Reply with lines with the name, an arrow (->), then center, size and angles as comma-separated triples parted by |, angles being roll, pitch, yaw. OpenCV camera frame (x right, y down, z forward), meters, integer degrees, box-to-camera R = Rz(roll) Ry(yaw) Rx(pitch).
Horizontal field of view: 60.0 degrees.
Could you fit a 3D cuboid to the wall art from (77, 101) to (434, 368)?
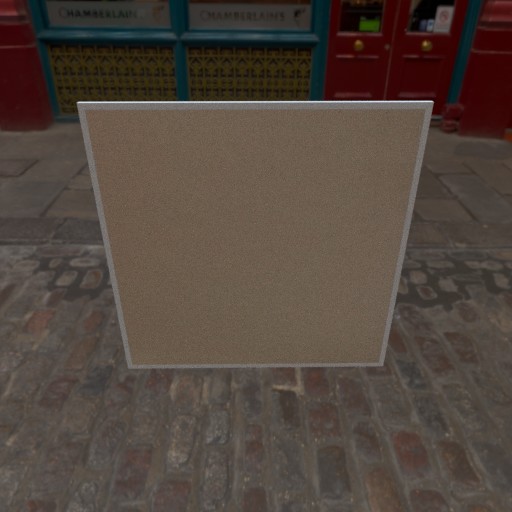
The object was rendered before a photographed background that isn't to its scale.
wall art -> 0.000, 0.000, 0.682 | 0.456, 0.456, 0.007 | 0, 30, -1
